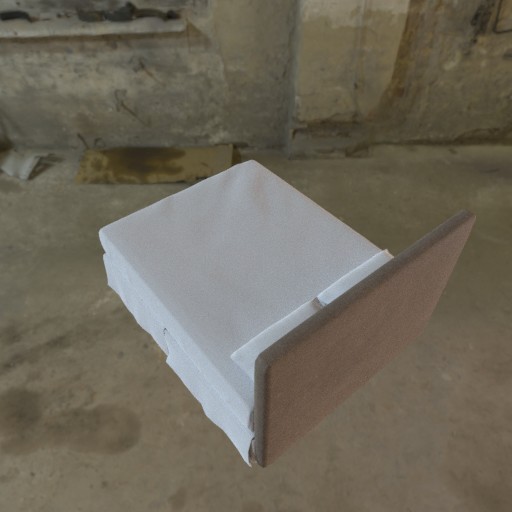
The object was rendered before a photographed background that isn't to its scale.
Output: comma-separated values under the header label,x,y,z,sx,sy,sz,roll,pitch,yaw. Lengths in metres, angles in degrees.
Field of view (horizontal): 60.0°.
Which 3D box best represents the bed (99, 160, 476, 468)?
label,x,y,z,sx,sy,sz,roll,pitch,yaw
bed,0.000,0.000,3.293,1.723,1.330,2.142,-30,53,-26
